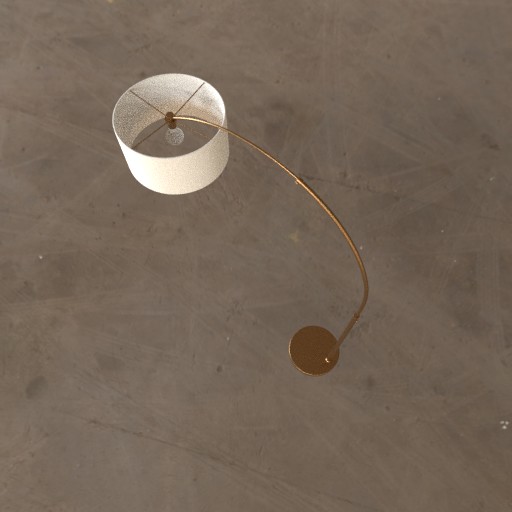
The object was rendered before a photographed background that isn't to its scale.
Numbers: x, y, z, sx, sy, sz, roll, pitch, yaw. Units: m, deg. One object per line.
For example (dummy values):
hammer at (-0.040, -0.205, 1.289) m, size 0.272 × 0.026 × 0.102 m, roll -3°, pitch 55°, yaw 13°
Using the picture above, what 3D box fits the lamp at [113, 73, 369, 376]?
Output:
lamp at (0.000, 0.000, 2.567) m, size 1.434 × 1.927 × 0.493 m, roll 34°, pitch 69°, yaw 15°
